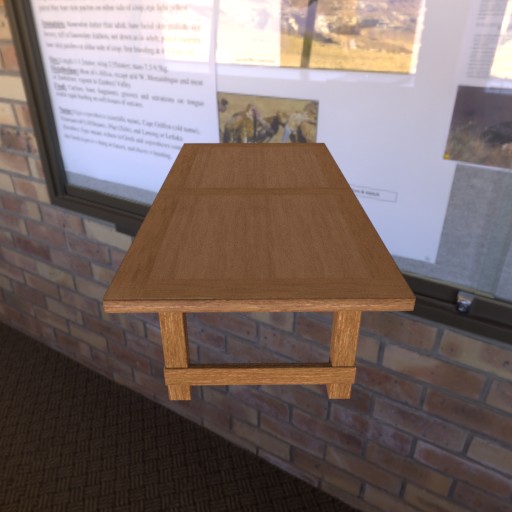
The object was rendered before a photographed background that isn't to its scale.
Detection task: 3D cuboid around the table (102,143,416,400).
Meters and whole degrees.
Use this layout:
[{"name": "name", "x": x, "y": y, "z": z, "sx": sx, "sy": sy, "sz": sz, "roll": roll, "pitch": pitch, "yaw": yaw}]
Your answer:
[{"name": "table", "x": 0.000, "y": 0.000, "z": 2.459, "sx": 1.000, "sy": 0.762, "sz": 1.982, "roll": 0, "pitch": 28, "yaw": -1}]
